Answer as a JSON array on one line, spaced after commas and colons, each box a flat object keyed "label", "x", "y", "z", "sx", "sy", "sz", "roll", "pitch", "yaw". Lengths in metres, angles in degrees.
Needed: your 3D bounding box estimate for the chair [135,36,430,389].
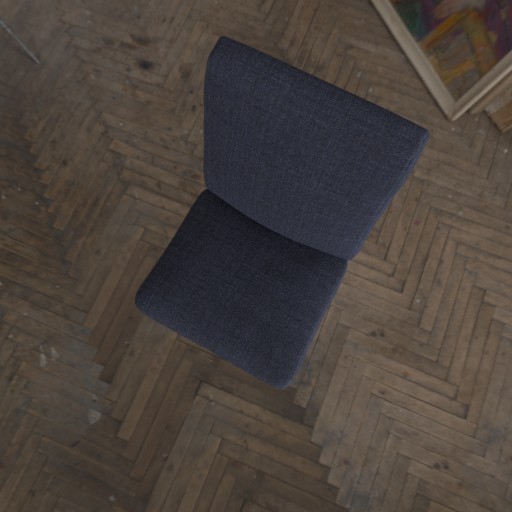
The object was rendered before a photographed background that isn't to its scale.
[{"label": "chair", "x": 0.000, "y": 0.000, "z": 1.256, "sx": 0.507, "sy": 0.911, "sz": 0.586, "roll": 28, "pitch": 77, "yaw": 7}]
